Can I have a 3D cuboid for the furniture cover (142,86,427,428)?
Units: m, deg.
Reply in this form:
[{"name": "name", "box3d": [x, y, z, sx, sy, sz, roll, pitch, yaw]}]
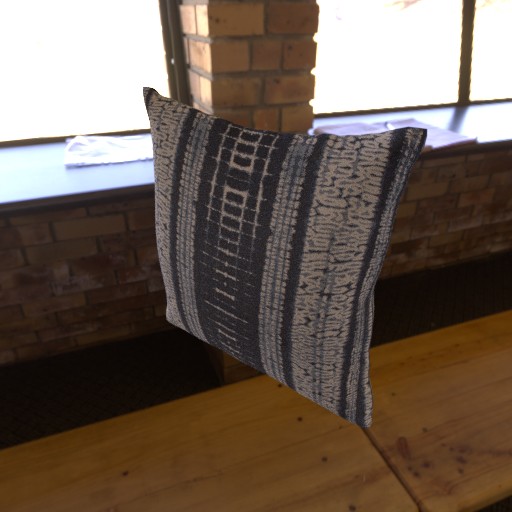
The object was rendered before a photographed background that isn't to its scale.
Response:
[{"name": "furniture cover", "box3d": [0.000, 0.000, 0.653, 0.425, 0.435, 0.133, 21, 35, 32]}]
